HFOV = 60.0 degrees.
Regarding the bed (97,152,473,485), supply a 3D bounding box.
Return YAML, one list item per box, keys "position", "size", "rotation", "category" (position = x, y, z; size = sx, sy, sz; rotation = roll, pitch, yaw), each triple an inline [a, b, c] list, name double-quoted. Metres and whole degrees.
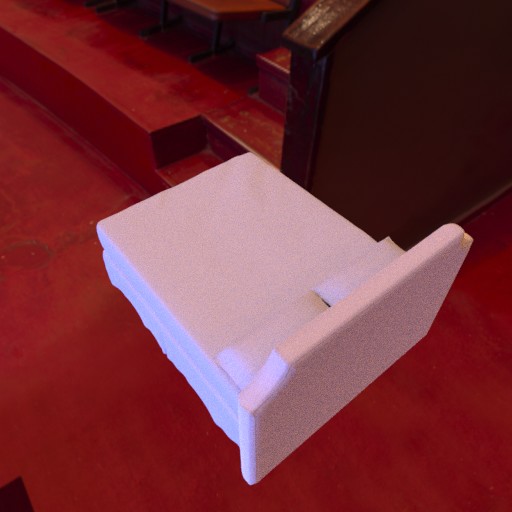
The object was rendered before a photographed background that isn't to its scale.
- position: [0.000, 0.000, 3.282]
  size: [1.828, 1.297, 2.164]
  rotation: [-31, 54, -25]
  category: "bed"
